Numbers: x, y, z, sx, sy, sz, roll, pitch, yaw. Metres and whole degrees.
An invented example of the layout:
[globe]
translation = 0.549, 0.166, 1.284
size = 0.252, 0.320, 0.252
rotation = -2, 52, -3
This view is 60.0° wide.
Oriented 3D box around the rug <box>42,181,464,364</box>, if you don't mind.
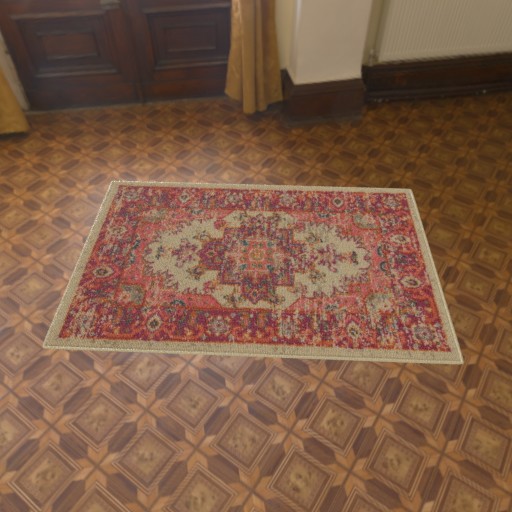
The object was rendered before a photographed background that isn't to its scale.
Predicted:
[rug]
translation = 0.000, 0.000, 1.094
size = 0.868, 0.004, 0.556
rotation = 2, 48, 2
